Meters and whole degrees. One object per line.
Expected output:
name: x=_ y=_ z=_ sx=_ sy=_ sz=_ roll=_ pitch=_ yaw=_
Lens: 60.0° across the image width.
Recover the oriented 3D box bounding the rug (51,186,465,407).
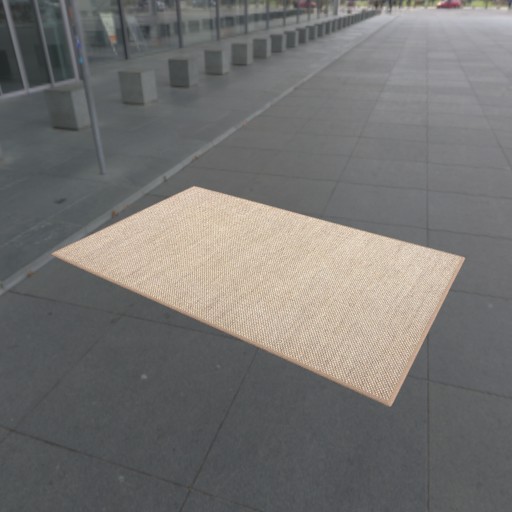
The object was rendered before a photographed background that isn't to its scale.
rug: x=0.000 y=0.000 z=2.107 sx=1.668 sy=0.012 sz=1.061 roll=18 pitch=35 yaw=28
